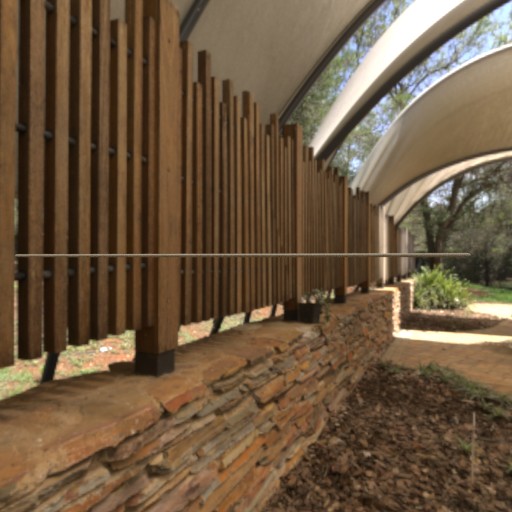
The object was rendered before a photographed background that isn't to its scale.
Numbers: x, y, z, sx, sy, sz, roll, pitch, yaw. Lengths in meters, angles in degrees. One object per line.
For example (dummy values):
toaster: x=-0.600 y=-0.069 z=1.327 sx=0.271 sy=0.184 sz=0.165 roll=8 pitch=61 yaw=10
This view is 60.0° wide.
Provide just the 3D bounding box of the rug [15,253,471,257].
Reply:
rug: x=0.000 y=0.000 z=2.787 sx=2.294 sy=0.014 sz=1.528 roll=0 pitch=0 yaw=19
